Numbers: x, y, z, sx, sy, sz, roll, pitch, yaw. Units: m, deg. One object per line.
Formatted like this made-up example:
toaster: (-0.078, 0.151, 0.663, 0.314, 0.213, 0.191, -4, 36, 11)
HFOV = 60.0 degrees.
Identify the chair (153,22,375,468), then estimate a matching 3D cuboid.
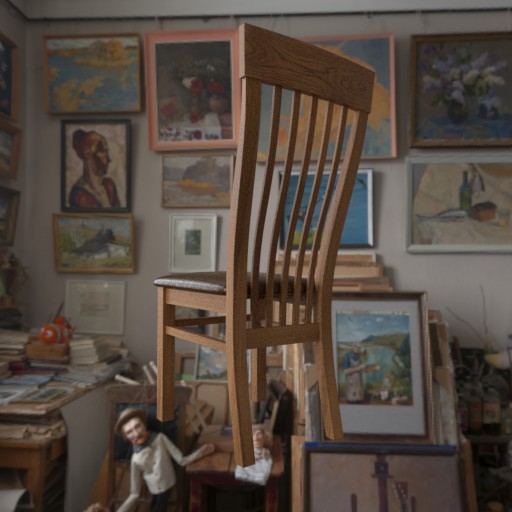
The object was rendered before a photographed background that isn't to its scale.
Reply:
chair: (0.000, 0.000, 1.353, 0.450, 1.050, 0.580, 1, -2, -35)
